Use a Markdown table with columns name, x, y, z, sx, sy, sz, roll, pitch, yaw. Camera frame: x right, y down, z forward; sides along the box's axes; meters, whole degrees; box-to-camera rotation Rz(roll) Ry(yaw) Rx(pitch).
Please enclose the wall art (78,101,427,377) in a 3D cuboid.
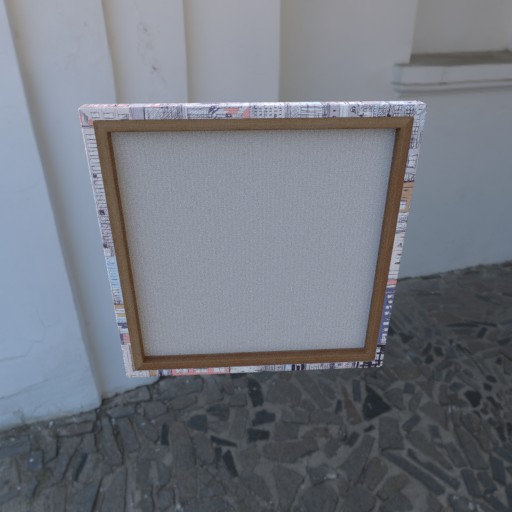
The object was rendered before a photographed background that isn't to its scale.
| name | x | y | z | sx | sy | sz | roll | pitch | yaw |
| --- | --- | --- | --- | --- | --- | --- | --- | --- | --- |
| wall art | 0.000 | 0.000 | 1.159 | 0.761 | 0.762 | 0.048 | -2 | 28 | -3 |
